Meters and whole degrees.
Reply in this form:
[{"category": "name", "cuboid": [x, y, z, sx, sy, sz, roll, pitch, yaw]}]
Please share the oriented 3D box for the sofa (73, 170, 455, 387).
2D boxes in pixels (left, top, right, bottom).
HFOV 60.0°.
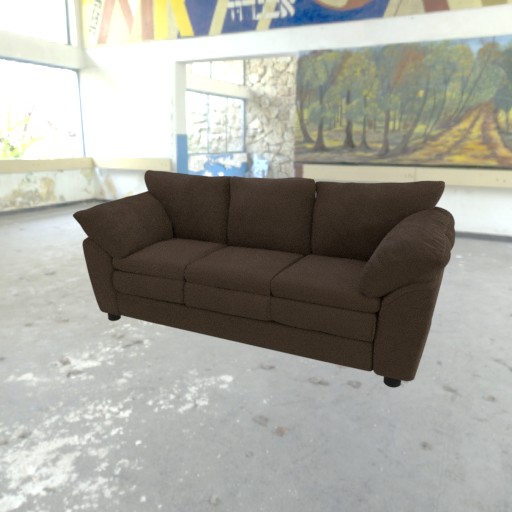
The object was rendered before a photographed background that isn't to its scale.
[{"category": "sofa", "cuboid": [0.000, 0.000, 2.886, 2.336, 1.015, 0.878, 7, 16, 26]}]
